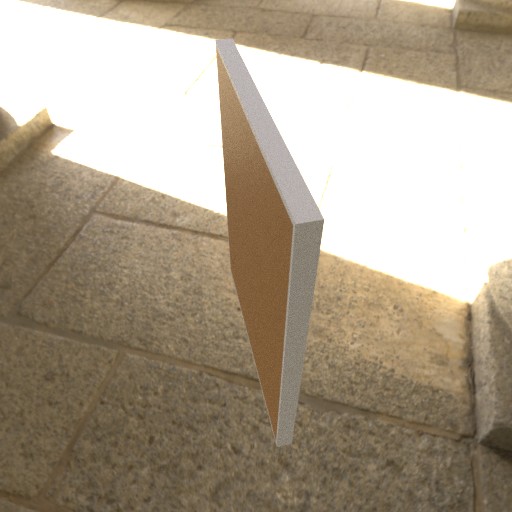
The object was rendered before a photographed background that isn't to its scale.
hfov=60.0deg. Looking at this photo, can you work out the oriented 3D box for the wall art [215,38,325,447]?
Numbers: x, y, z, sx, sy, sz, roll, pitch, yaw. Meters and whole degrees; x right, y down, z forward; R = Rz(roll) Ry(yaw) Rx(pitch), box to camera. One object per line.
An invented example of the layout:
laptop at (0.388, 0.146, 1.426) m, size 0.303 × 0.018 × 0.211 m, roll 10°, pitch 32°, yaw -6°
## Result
wall art at (0.000, 0.000, 0.756) m, size 0.030 × 0.549 × 0.443 m, roll -10°, pitch 47°, yaw -9°
